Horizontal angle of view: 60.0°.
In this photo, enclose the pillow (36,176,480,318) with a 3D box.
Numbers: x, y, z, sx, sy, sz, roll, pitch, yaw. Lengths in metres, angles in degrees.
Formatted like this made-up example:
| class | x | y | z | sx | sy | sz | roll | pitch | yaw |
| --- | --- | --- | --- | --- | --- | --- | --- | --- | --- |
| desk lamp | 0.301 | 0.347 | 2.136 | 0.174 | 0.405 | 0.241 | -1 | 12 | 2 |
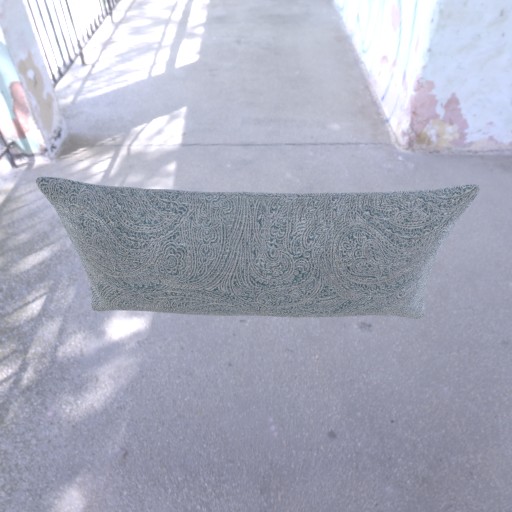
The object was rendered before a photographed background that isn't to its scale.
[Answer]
| class | x | y | z | sx | sy | sz | roll | pitch | yaw |
| --- | --- | --- | --- | --- | --- | --- | --- | --- | --- |
| pillow | 0.000 | 0.000 | 0.716 | 0.615 | 0.295 | 0.151 | 1 | 45 | 1 |
